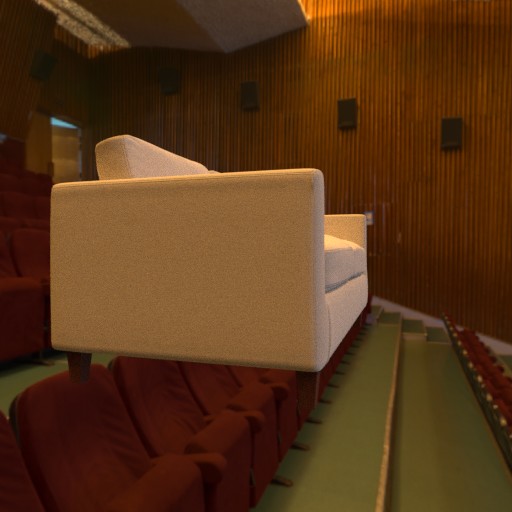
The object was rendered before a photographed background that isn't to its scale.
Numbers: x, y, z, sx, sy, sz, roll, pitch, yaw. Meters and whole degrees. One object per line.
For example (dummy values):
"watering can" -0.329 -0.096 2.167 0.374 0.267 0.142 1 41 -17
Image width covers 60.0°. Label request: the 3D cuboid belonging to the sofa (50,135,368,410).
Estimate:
"sofa" 0.000 0.000 2.154 0.964 0.888 1.702 0 0 18
